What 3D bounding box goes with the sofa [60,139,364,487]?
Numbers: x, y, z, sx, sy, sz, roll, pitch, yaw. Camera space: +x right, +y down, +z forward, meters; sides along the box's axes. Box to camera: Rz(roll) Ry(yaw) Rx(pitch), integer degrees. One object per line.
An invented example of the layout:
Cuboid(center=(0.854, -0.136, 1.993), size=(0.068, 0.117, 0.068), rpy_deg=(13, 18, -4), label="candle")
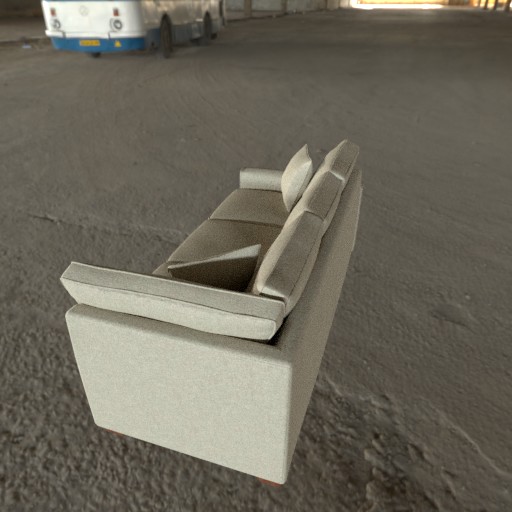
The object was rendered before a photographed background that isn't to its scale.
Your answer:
Cuboid(center=(0.000, 0.000, 2.795), size=(1.061, 0.962, 2.317), rpy_deg=(9, 32, 16), label="sofa")
